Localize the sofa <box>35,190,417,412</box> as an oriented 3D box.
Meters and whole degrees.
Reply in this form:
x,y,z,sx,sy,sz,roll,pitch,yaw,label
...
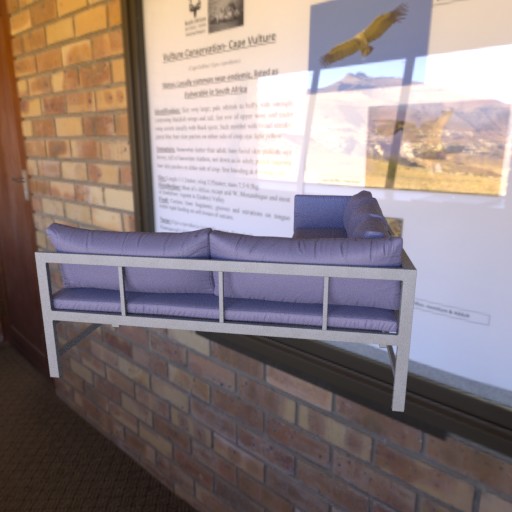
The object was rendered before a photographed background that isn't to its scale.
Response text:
x,y,z,sx,sy,sz,roll,pitch,yaw,label
0.000,0.000,2.951,1.658,0.762,2.149,3,14,10,sofa
